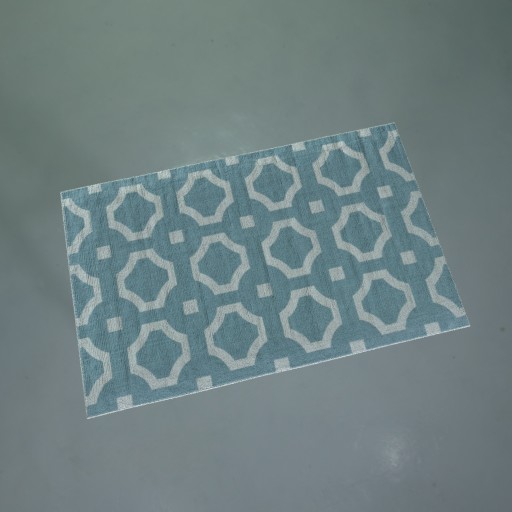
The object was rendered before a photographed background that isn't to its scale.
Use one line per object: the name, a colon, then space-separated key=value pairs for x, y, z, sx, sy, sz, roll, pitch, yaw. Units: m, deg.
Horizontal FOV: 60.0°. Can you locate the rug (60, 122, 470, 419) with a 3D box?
rug: x=0.000 y=0.000 z=2.952 sx=2.443 sy=0.015 sz=1.528 roll=-13 pitch=74 yaw=-4
